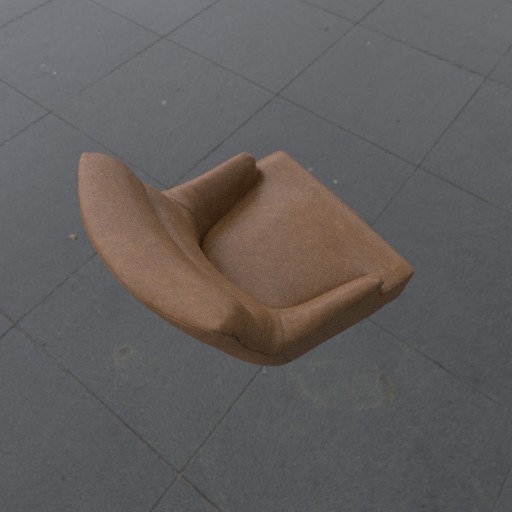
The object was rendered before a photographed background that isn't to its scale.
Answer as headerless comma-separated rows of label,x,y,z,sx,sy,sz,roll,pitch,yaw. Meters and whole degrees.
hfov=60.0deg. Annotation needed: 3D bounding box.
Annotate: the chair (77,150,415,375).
chair,0.000,0.000,1.486,0.874,0.869,0.729,-33,64,-19
